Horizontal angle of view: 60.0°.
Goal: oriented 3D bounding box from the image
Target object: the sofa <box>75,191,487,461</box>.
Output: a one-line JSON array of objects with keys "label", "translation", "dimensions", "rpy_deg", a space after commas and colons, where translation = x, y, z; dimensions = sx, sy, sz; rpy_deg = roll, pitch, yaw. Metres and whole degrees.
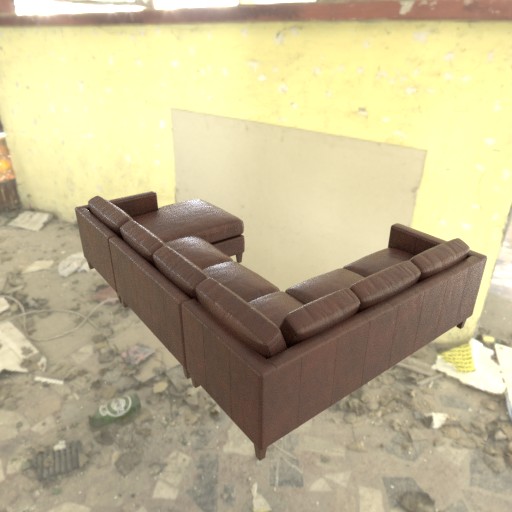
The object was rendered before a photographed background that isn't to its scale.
[{"label": "sofa", "translation": [0.000, 0.000, 4.422], "dimensions": [2.452, 0.891, 3.324], "rpy_deg": [-19, 32, -33]}]
